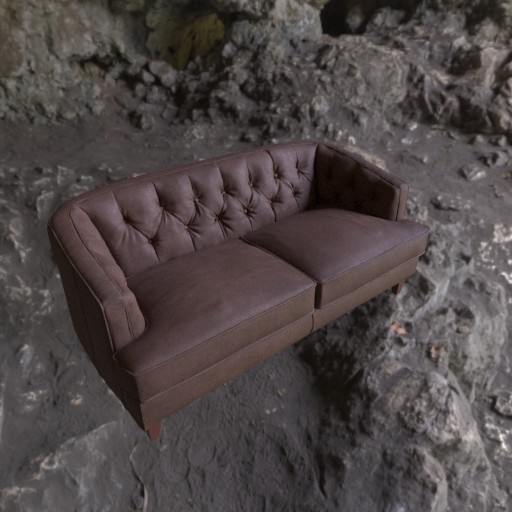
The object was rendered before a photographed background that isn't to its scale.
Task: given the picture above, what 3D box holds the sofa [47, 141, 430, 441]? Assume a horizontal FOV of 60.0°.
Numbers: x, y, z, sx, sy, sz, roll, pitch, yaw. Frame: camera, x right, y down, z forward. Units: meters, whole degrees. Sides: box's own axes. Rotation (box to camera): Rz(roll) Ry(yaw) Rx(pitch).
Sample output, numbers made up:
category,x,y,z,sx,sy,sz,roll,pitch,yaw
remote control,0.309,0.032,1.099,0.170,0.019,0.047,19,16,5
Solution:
category,x,y,z,sx,sy,sz,roll,pitch,yaw
sofa,0.000,0.000,2.248,1.767,0.799,0.917,-22,37,-33
